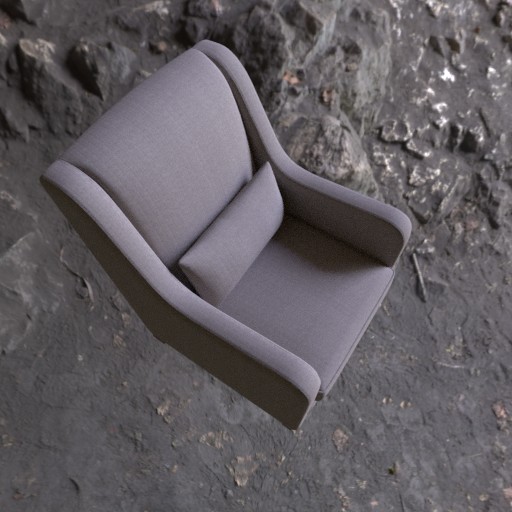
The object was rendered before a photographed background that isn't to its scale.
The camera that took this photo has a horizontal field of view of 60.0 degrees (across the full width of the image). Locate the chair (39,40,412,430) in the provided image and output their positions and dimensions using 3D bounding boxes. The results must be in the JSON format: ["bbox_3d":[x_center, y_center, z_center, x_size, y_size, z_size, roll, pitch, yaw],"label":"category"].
[{"bbox_3d":[0.000,0.000,1.560,0.890,1.017,0.715,30,64,17],"label":"chair"}]
